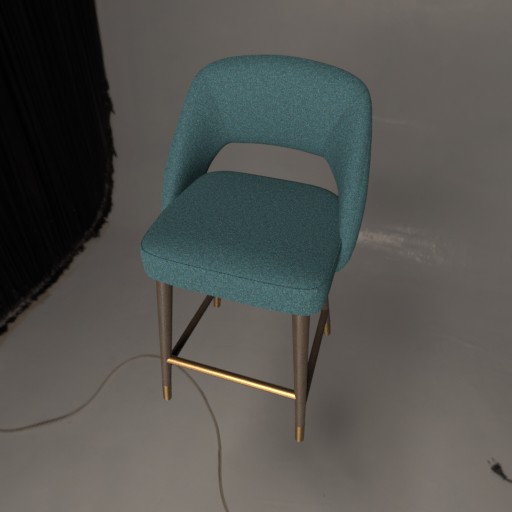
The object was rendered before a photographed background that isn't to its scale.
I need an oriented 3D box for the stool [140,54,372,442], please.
[{"bbox_3d":[0.000,0.000,1.253,0.536,0.939,0.522,12,43,14],"label":"stool"}]
